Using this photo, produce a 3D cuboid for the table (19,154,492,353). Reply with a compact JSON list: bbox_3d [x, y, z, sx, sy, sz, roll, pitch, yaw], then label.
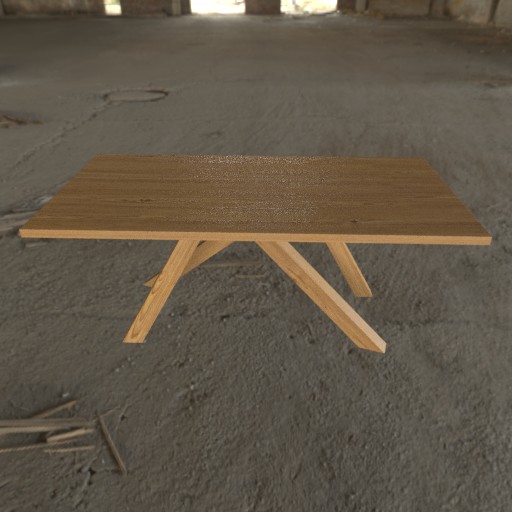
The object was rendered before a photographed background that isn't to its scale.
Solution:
[{"bbox_3d":[0.000,0.000,2.260,1.797,0.750,0.901,1,31,2],"label":"table"}]
